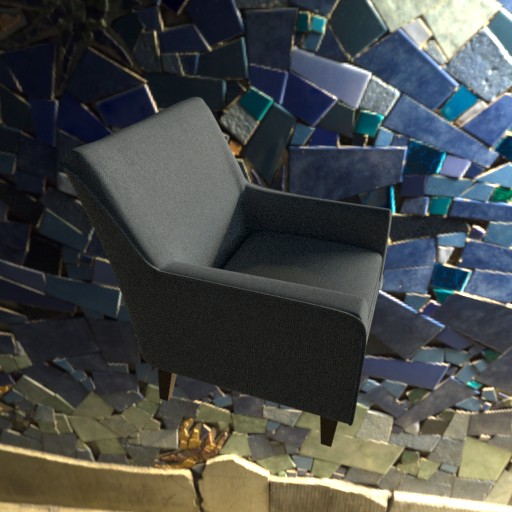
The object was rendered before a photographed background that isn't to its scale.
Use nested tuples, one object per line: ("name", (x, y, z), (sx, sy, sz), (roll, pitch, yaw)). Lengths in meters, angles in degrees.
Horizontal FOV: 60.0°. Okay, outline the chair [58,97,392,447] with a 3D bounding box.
("chair", (0.000, 0.000, 1.618), (0.899, 0.919, 0.780), (11, 33, 17))
